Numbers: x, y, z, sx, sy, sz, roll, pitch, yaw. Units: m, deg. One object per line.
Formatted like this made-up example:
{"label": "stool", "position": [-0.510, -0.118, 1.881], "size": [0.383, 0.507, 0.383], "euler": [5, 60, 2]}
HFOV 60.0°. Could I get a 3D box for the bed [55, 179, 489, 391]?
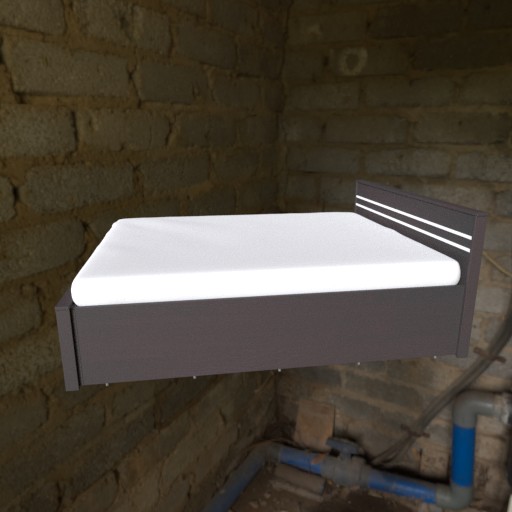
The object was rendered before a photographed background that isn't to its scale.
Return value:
{"label": "bed", "position": [0.000, 0.000, 2.947], "size": [2.103, 0.808, 1.634], "euler": [-2, 16, -9]}
